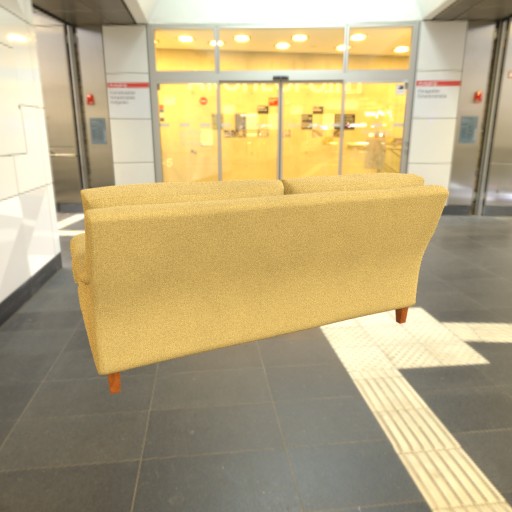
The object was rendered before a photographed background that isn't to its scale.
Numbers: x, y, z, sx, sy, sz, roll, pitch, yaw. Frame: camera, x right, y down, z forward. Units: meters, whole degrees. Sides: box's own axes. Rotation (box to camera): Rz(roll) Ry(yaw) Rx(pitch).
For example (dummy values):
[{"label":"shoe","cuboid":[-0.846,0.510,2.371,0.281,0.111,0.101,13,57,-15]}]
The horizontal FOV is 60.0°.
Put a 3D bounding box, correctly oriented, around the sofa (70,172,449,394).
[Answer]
[{"label":"sofa","cuboid":[0.000,0.000,2.715,2.070,0.997,1.091,-8,17,-25]}]
